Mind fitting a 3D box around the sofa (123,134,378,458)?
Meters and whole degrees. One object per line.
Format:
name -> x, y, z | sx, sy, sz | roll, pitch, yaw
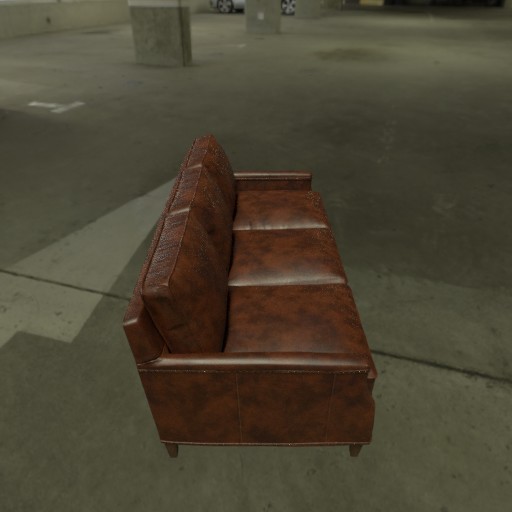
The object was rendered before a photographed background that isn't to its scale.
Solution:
sofa -> 0.000, 0.000, 2.823 | 1.084, 1.003, 2.240 | 0, 32, 0
